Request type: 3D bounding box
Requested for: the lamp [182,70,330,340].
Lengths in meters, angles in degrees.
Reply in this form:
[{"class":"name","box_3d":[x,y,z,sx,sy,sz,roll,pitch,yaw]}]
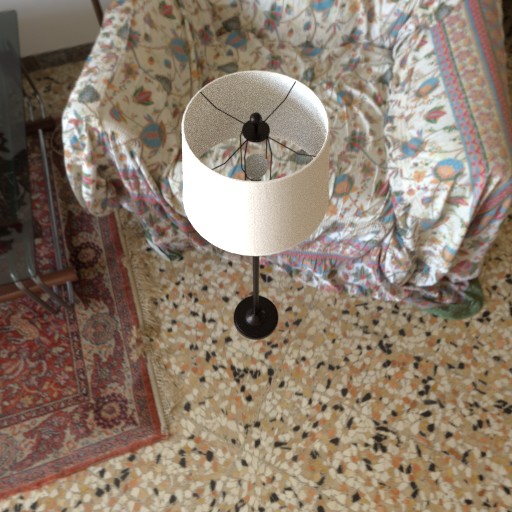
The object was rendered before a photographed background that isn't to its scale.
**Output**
[{"class":"lamp","box_3d":[0.000,0.000,1.697,0.431,1.484,0.431,0,64,0]}]
